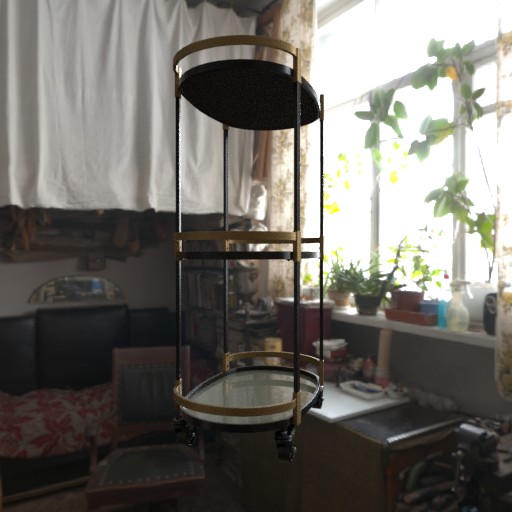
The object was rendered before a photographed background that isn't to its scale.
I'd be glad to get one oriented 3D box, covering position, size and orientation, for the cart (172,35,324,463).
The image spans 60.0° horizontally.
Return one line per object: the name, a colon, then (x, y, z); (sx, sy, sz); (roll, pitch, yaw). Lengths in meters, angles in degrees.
cart: (0.000, 0.000, 1.134); (0.311, 0.885, 0.515); (0, 1, 19)
